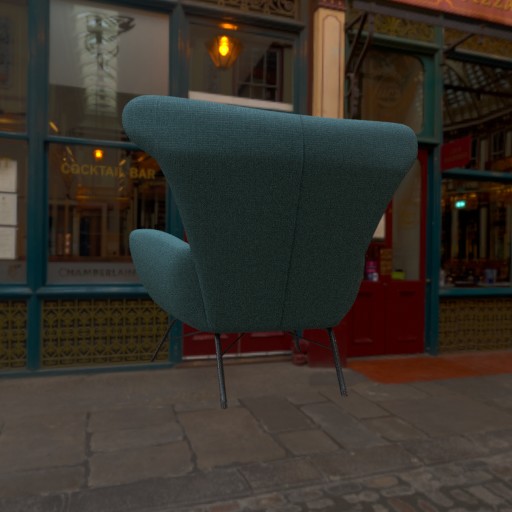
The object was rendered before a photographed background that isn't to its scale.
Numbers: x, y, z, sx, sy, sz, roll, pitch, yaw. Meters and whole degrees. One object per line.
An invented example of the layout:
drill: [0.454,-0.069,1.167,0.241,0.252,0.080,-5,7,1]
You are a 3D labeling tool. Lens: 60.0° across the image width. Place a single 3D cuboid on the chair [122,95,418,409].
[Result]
chair: [0.000,0.000,1.781,1.050,0.980,0.900,0,-1,-18]
